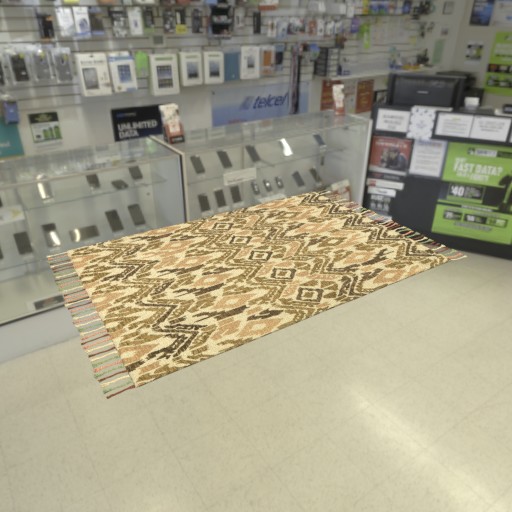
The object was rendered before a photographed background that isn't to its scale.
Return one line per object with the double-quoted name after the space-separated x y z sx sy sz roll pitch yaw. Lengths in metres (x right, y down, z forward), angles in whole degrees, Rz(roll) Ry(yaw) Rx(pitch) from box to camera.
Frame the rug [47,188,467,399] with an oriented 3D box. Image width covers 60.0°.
0.000 0.000 3.000 2.438 0.008 1.524 -17 33 -27 "rug"
